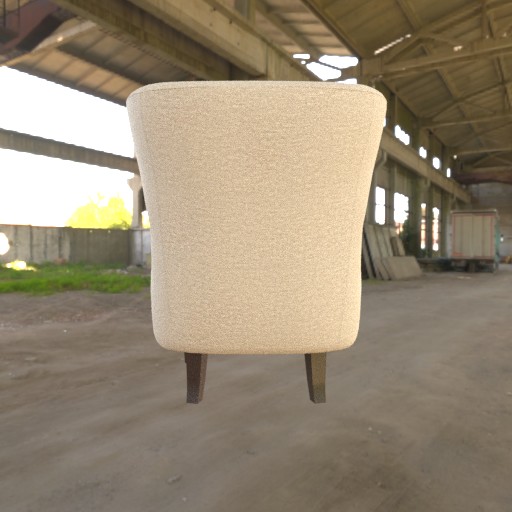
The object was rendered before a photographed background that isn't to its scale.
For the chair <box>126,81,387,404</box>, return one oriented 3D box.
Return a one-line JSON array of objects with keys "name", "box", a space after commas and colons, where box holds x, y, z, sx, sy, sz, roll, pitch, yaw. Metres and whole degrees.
[{"name": "chair", "box": [0.000, 0.000, 1.738, 0.861, 1.064, 0.984, 0, 2, 0]}]
